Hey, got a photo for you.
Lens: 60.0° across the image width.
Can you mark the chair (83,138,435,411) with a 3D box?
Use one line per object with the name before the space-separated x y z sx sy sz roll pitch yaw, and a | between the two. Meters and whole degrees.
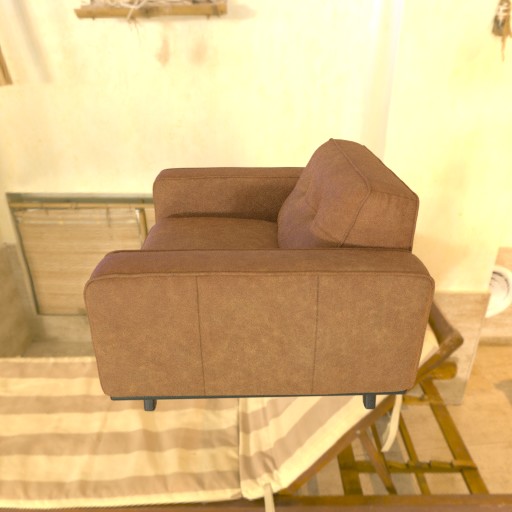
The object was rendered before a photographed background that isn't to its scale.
chair | 0.000 0.000 1.714 0.952 0.782 1.118 0 26 -1
